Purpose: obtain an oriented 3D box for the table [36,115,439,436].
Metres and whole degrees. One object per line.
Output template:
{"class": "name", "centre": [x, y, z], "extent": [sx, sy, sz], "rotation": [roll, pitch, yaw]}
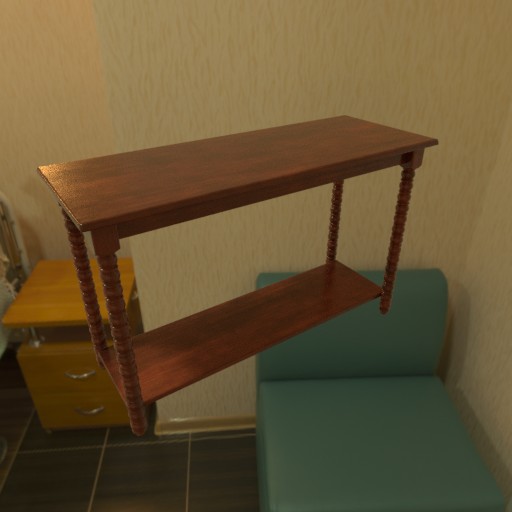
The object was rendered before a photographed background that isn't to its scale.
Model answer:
{"class": "table", "centre": [0.000, 0.000, 1.545], "extent": [1.184, 0.740, 0.459], "rotation": [-19, 35, -29]}
